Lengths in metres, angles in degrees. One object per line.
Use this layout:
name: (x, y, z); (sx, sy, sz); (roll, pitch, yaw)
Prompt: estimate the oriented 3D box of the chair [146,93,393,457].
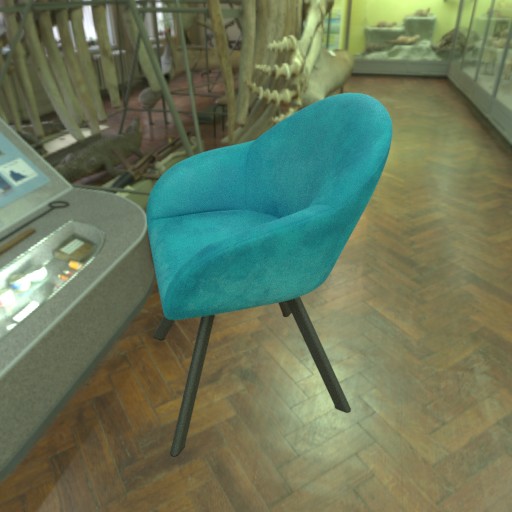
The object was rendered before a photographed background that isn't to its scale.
chair: (0.000, 0.000, 1.184); (0.590, 0.795, 0.550); (-8, 31, -14)
